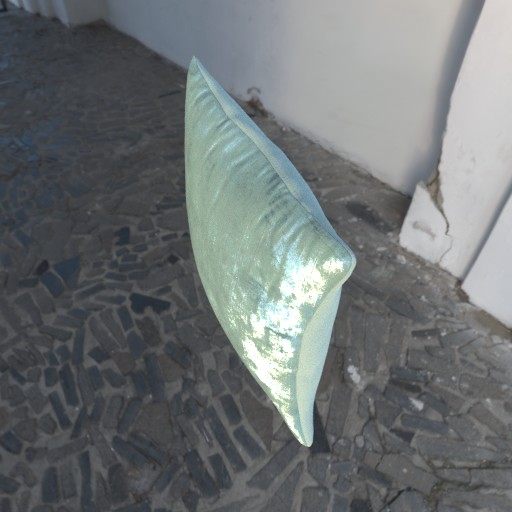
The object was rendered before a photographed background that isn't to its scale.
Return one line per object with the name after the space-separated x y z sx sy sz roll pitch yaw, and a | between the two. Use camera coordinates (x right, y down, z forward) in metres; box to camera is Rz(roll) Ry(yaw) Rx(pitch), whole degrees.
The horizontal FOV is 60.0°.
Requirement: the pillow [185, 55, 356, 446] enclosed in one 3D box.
0.000 0.000 0.713 0.175 0.464 0.470 -17 49 -15 | pillow
